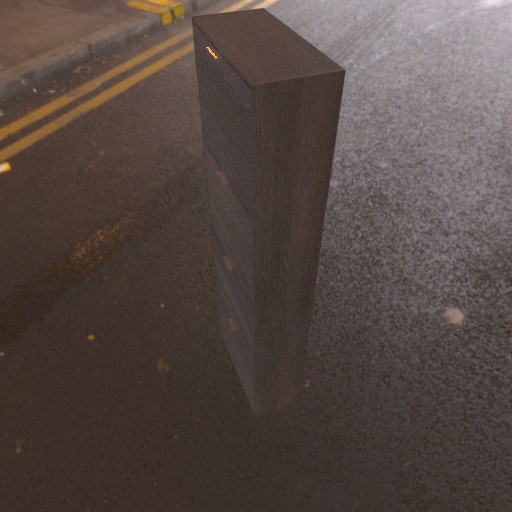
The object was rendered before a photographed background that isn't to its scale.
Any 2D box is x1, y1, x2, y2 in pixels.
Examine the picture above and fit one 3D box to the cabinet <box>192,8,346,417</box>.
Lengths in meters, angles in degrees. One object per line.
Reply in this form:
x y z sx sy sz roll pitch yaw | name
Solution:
0.000 0.000 1.765 0.255 1.630 0.520 -15 47 -15 | cabinet
